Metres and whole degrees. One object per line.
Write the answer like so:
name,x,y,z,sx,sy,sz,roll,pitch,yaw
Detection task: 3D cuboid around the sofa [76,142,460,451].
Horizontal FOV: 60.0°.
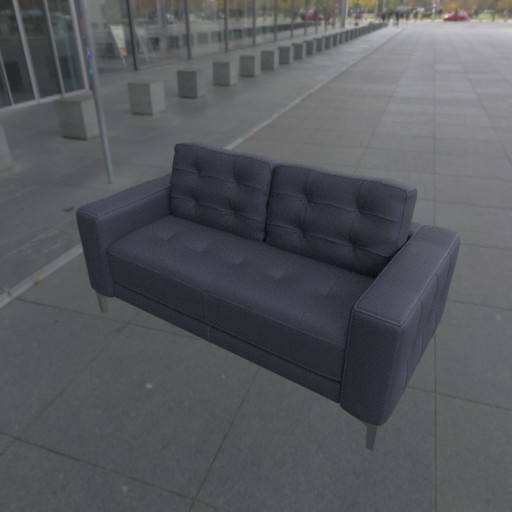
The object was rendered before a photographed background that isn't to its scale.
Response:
sofa,0.000,0.000,2.213,1.726,0.893,0.833,18,34,30
